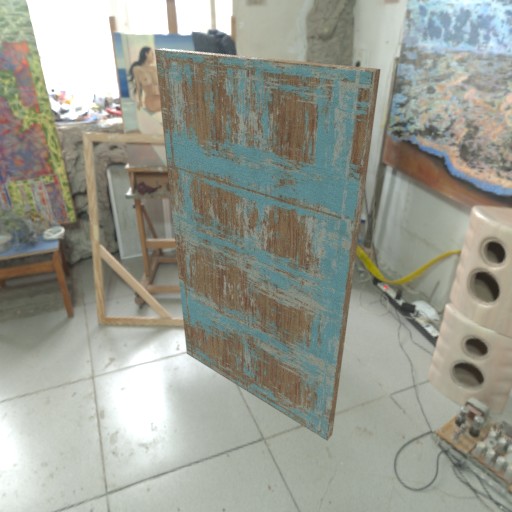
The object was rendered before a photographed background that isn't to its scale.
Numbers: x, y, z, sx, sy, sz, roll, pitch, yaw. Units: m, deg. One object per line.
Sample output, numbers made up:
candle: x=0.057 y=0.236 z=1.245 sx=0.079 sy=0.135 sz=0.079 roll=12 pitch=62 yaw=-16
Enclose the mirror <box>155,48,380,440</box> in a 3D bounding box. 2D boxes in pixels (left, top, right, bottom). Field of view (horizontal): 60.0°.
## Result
mirror: x=0.000 y=0.000 z=1.472 sx=0.707 sy=1.213 sz=0.083 roll=22 pitch=37 yaw=32
